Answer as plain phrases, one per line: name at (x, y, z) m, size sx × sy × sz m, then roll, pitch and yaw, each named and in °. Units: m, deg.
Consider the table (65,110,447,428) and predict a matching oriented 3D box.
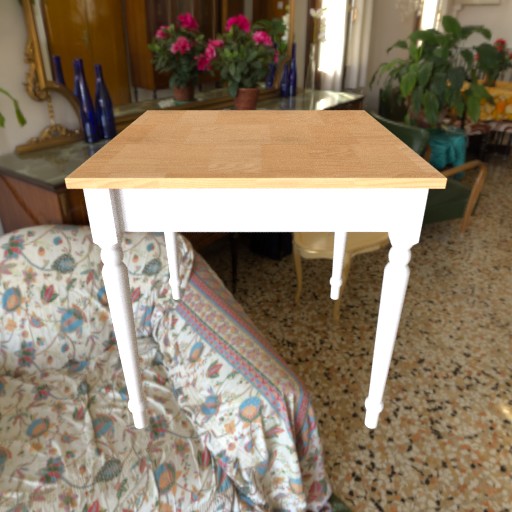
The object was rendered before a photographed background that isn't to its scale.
table at (0.000, 0.000, 1.367) m, size 0.747 × 0.738 × 0.747 m, roll 0°, pitch 28°, yaw 0°
